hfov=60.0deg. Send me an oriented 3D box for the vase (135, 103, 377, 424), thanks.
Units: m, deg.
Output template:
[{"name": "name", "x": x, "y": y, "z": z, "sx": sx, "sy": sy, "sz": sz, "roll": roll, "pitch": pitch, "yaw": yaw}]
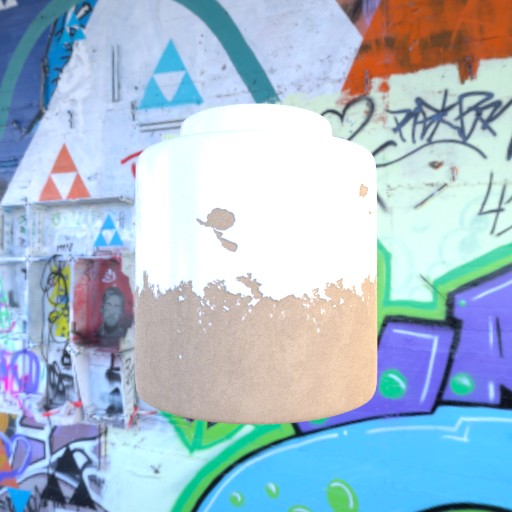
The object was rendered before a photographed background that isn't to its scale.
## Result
[{"name": "vase", "x": 0.000, "y": 0.000, "z": 0.291, "sx": 0.153, "sy": 0.167, "sz": 0.153, "roll": 0, "pitch": -1, "yaw": 0}]
